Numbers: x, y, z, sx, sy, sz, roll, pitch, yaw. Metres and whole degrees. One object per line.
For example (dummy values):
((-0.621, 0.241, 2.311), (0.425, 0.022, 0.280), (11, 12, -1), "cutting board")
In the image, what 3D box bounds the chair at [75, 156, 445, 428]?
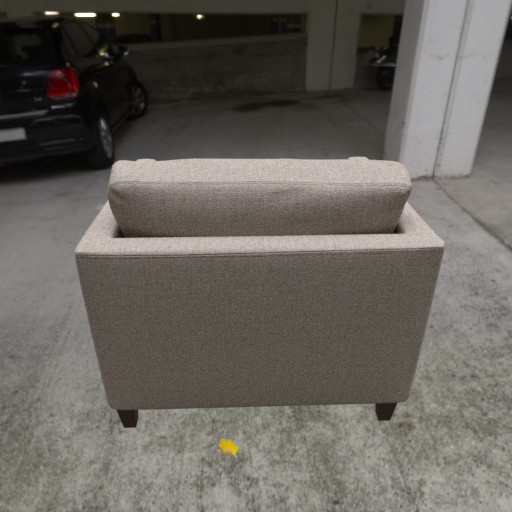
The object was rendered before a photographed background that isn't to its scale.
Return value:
((0.000, 0.000, 1.814), (1.107, 0.961, 0.959), (-1, 29, -2), "chair")
